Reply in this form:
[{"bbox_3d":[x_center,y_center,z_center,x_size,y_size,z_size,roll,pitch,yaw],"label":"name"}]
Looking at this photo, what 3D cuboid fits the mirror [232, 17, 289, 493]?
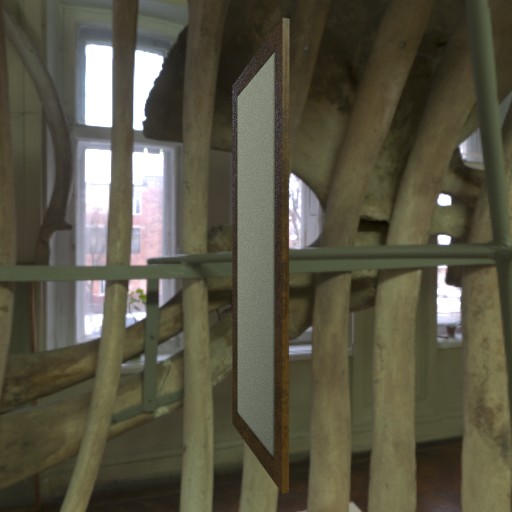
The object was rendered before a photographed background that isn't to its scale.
[{"bbox_3d":[0.000,0.000,2.282,0.032,2.031,0.812,0,1,-18],"label":"mirror"}]
